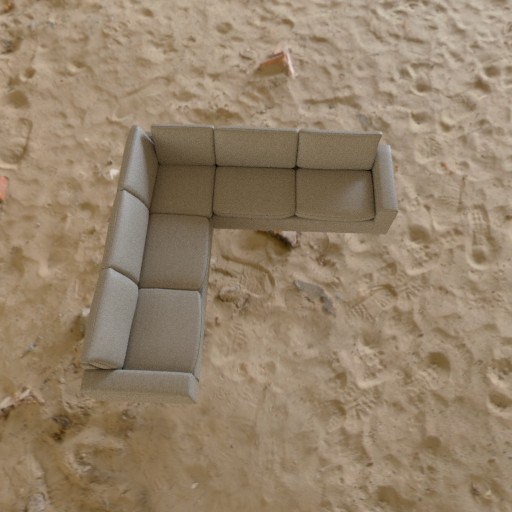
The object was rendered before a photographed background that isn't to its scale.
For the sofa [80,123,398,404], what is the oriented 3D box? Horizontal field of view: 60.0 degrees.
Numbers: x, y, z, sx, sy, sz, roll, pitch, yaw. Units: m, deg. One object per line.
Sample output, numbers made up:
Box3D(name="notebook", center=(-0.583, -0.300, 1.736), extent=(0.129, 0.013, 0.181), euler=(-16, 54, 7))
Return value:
Box3D(name="sofa", center=(0.000, 0.000, 4.179), extent=(2.742, 0.800, 2.622), euler=(2, 64, 1))
